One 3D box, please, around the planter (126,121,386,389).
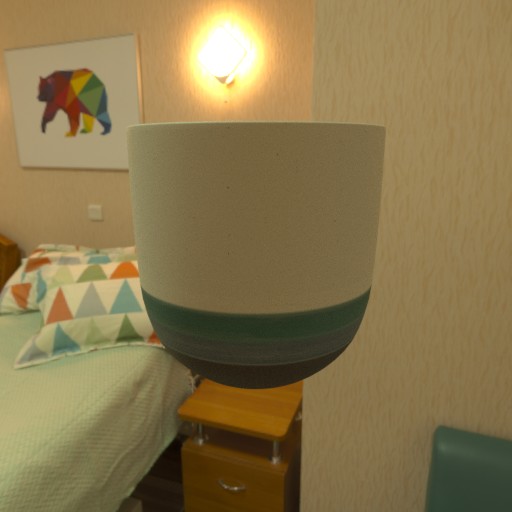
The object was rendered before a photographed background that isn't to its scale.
[{"bbox_3d":[0.000,0.000,0.386,0.204,0.214,0.204,0,14,0],"label":"planter"}]
